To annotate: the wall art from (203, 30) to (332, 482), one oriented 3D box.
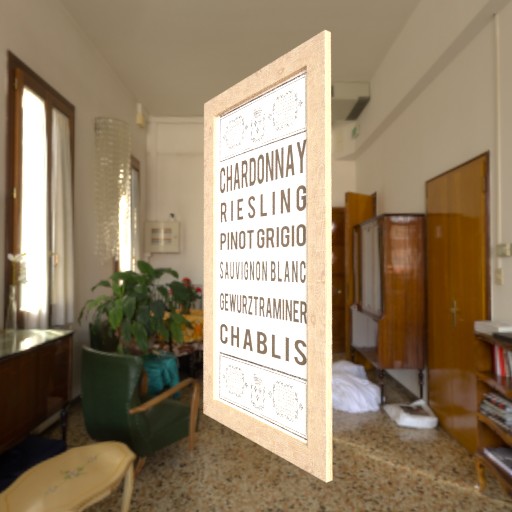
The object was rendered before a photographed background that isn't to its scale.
[{"bbox_3d":[0.000,0.000,0.827,0.013,0.683,0.381,1,-1,-35],"label":"wall art"}]
